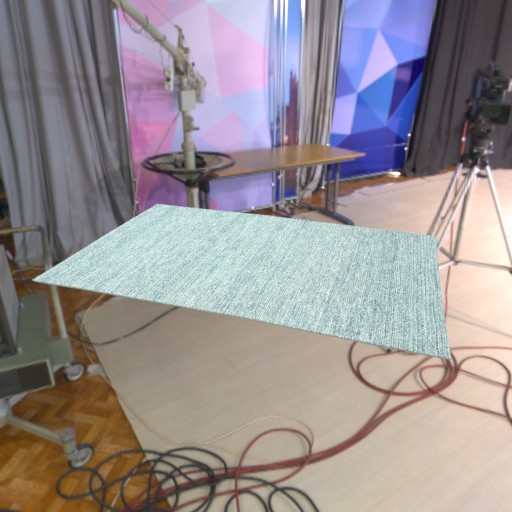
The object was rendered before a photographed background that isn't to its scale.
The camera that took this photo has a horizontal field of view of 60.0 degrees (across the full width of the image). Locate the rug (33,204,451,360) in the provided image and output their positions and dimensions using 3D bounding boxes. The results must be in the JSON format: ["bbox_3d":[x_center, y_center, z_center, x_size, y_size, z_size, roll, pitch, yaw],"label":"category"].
[{"bbox_3d":[0.000,0.000,2.338,1.853,0.022,1.174,8,27,17],"label":"rug"}]
